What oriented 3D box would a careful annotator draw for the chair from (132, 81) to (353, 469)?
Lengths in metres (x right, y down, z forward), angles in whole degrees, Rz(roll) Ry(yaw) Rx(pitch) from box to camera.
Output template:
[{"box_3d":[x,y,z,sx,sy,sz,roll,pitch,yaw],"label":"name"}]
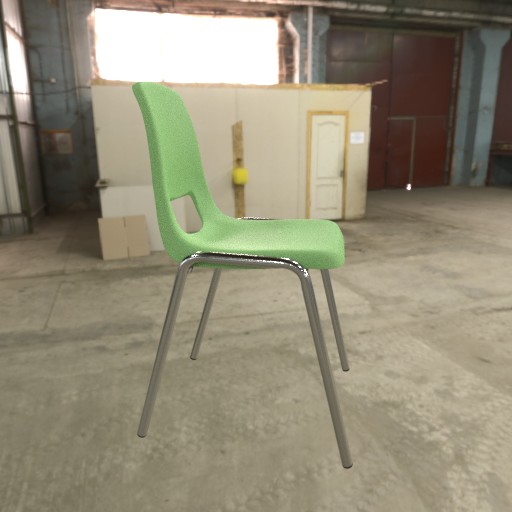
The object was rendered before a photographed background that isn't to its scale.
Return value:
[{"box_3d":[0.000,0.000,0.949,0.436,0.704,0.381,3,15,10],"label":"chair"}]
